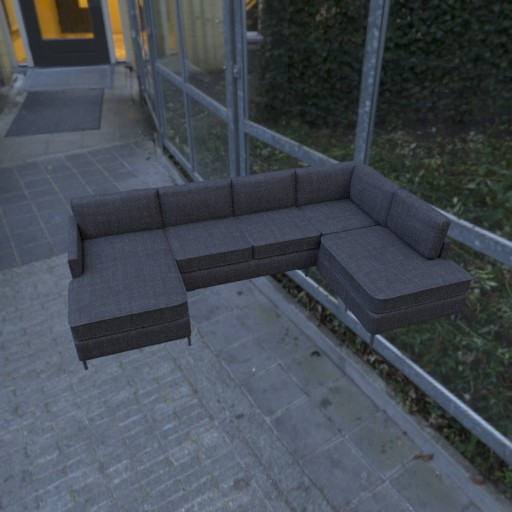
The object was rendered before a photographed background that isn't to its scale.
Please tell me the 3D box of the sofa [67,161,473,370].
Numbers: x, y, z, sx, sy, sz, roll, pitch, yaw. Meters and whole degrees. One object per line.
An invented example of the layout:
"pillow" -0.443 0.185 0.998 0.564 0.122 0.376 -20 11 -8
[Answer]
"sofa" 0.000 0.000 4.293 3.423 0.999 2.048 -10 34 -16
